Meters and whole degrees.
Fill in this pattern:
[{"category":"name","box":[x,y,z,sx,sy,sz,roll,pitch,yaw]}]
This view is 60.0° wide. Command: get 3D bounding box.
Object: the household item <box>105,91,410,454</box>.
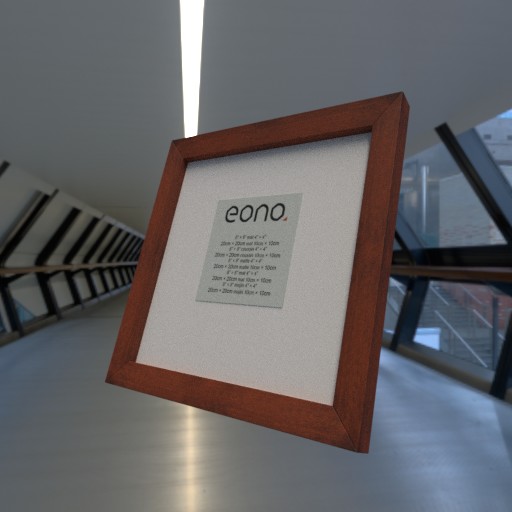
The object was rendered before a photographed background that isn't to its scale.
[{"category":"household item","box":[0.000,0.000,0.379,0.240,0.240,0.131,0,0,36]}]
